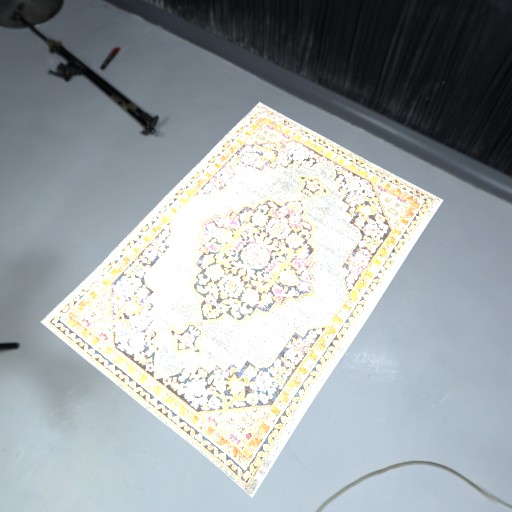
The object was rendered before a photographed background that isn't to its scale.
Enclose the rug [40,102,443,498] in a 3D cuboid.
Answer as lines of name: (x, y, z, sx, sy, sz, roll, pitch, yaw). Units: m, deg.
rug: (0.000, 0.000, 3.699, 2.043, 0.026, 2.901, 33, 67, 16)
